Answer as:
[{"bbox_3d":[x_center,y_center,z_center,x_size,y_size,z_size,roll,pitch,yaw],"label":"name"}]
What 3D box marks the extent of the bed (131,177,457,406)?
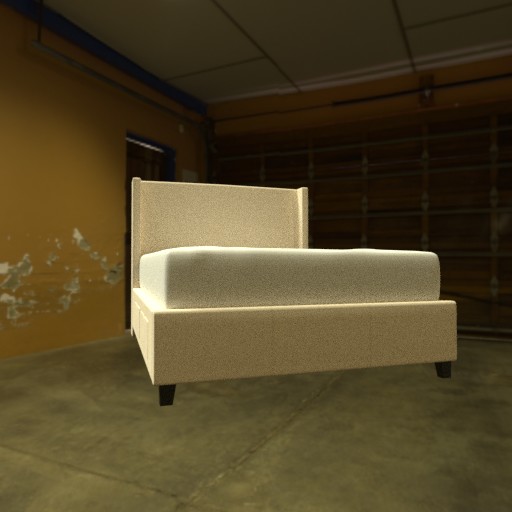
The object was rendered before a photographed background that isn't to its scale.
[{"bbox_3d":[0.000,0.000,3.435,1.765,1.471,2.280,0,-1,-18],"label":"bed"}]
